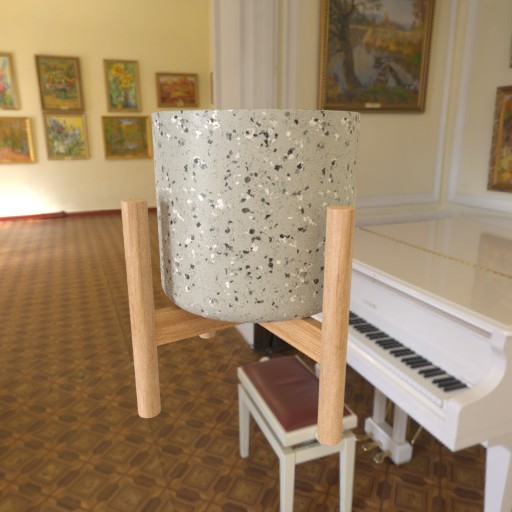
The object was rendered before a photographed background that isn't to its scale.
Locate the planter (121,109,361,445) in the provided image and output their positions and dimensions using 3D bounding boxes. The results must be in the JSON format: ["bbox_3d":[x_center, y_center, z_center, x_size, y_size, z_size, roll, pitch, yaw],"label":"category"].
[{"bbox_3d":[0.000,0.000,0.525,0.284,0.320,0.284,-3,16,-9],"label":"planter"}]
